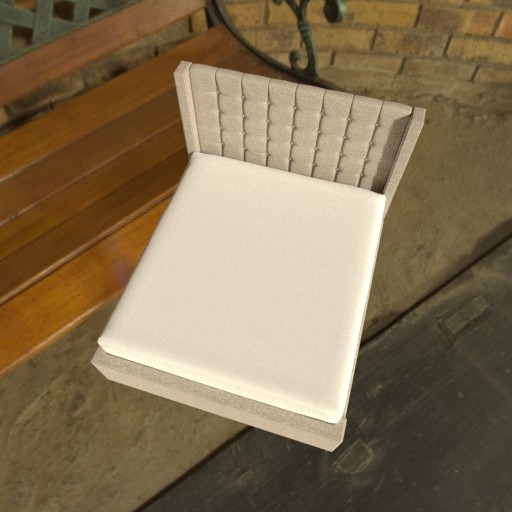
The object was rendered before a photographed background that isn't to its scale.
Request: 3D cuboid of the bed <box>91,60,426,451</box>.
[{"bbox_3d":[0.000,0.000,3.743,2.044,1.748,2.372,15,60,9],"label":"bed"}]
